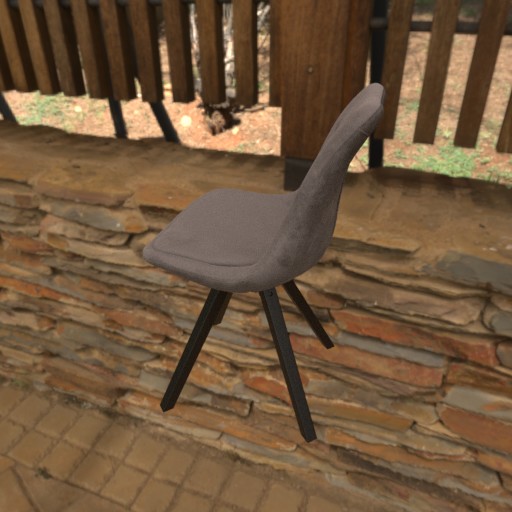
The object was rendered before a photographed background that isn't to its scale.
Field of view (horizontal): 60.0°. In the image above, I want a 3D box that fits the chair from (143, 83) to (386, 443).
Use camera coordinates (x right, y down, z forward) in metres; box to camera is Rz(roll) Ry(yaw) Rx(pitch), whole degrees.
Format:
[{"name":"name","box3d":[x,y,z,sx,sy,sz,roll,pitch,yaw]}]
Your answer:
[{"name":"chair","box3d":[0.000,0.000,1.177,0.550,0.850,0.485,8,31,14]}]
